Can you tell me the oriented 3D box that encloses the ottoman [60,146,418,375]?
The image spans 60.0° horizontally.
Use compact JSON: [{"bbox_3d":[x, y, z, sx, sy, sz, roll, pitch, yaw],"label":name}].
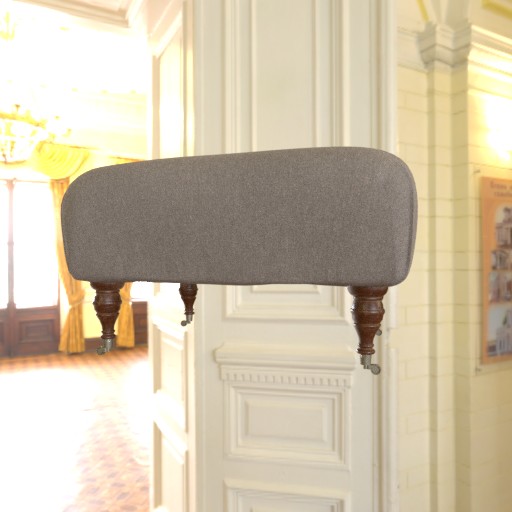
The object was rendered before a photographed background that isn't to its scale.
[{"bbox_3d":[0.000,0.000,1.122,0.747,0.450,0.622,0,0,16],"label":"ottoman"}]
